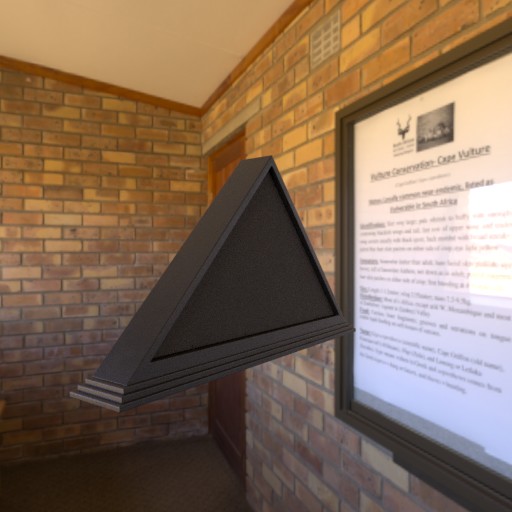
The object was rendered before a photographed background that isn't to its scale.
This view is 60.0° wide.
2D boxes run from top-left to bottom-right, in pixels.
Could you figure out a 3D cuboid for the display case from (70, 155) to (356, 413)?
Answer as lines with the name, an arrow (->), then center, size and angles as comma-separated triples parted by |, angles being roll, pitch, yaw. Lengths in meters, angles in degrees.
display case -> 0.000, 0.000, 0.767 | 0.095, 0.340, 0.640 | 0, 0, 36
